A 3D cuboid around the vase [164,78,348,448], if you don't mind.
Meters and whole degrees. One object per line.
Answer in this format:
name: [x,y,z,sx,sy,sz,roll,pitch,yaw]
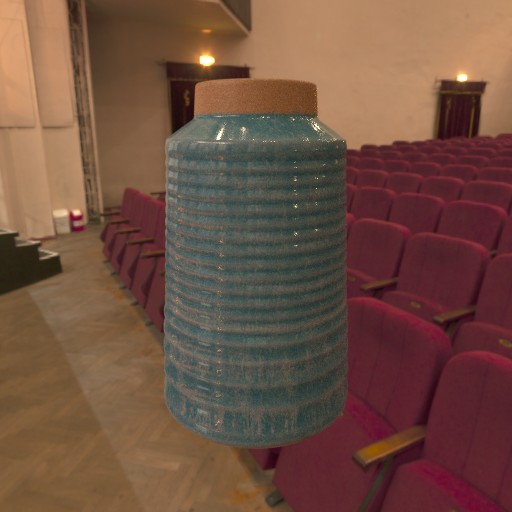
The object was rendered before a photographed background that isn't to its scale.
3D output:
vase: [0.000,0.000,0.369,0.163,0.267,0.163,0,16,0]
